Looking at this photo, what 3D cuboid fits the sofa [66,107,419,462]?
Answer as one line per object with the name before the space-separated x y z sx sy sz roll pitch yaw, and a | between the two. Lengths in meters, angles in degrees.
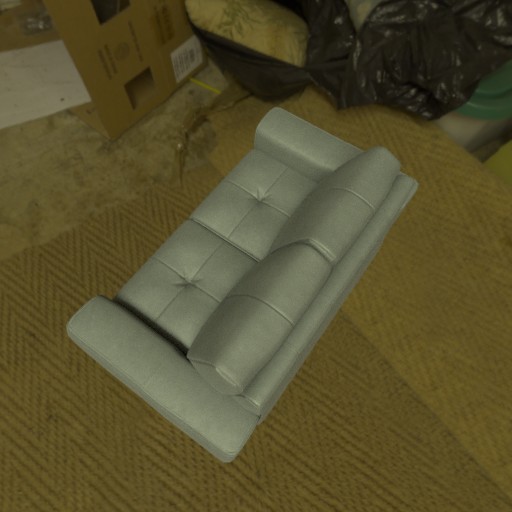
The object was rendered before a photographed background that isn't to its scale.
sofa | 0.000 0.000 2.367 1.018 0.907 1.806 33 67 16
